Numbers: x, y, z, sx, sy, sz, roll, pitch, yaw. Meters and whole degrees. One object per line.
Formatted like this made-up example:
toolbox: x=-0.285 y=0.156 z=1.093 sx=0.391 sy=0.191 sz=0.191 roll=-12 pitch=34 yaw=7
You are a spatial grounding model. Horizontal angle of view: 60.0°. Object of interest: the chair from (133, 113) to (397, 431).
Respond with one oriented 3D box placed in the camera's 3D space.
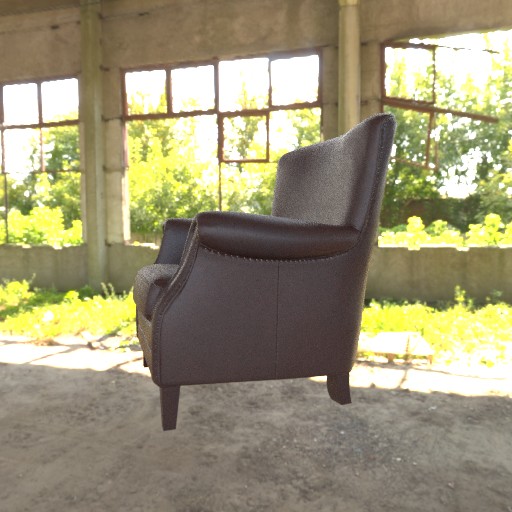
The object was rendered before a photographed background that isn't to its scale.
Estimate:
chair: x=0.000 y=0.000 z=1.394 sx=0.746 sy=0.800 sz=0.700 roll=-1 pitch=3 yaw=-19
